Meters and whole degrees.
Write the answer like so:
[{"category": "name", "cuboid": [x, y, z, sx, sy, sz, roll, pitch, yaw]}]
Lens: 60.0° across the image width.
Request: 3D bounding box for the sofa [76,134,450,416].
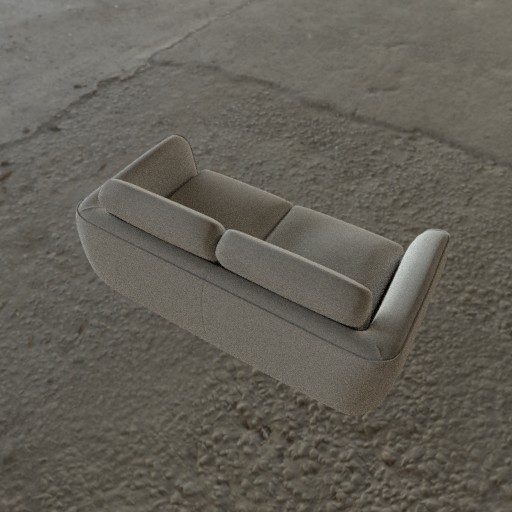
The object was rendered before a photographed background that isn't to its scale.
[{"category": "sofa", "cuboid": [0.000, 0.000, 2.275, 1.700, 0.850, 0.920, 24, 52, 20]}]
